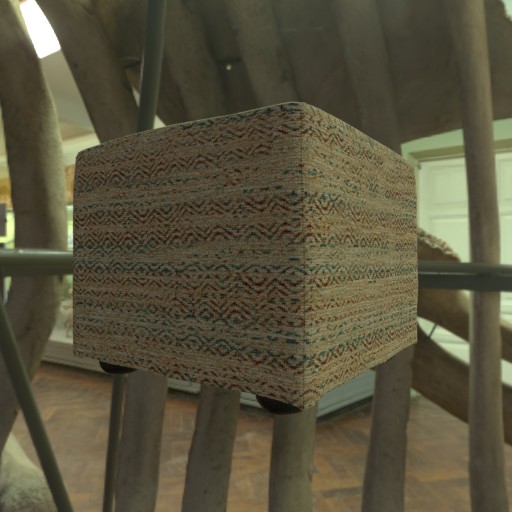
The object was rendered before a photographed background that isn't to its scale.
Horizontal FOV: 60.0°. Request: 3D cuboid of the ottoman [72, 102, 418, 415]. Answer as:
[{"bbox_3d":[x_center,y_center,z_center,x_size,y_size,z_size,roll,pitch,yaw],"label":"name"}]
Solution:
[{"bbox_3d":[0.000,0.000,0.901,0.512,0.453,0.521,0,0,35],"label":"ottoman"}]
